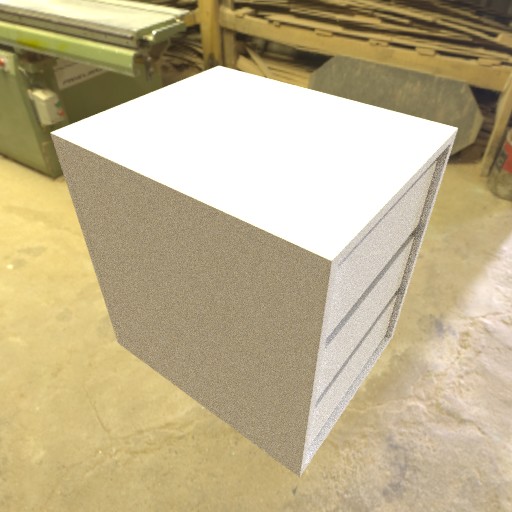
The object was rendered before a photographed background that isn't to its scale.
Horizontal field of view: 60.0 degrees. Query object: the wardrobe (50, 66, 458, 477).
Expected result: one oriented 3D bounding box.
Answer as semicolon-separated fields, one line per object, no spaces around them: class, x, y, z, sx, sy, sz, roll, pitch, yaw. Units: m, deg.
wardrobe;0.000;0.000;0.864;0.500;0.520;0.400;26;47;27
